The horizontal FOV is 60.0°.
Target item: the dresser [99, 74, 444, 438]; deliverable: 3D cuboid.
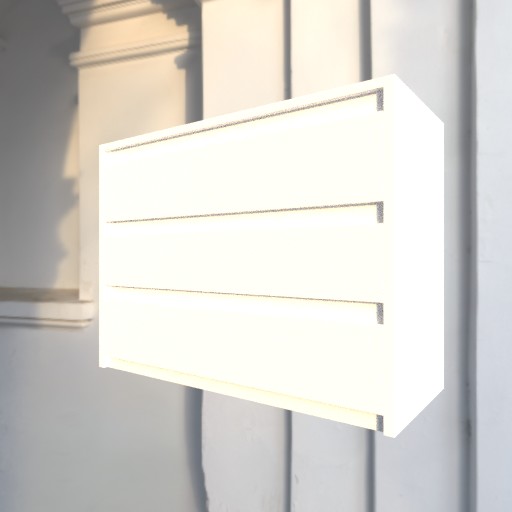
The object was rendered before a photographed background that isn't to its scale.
[{"bbox_3d":[0.000,0.000,1.506,1.100,0.820,0.460,0,0,36],"label":"dresser"}]
